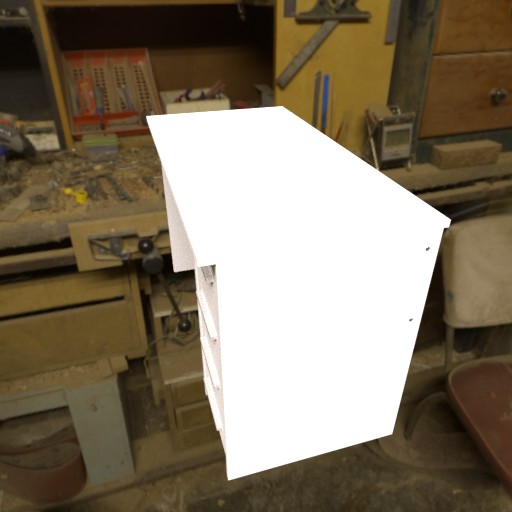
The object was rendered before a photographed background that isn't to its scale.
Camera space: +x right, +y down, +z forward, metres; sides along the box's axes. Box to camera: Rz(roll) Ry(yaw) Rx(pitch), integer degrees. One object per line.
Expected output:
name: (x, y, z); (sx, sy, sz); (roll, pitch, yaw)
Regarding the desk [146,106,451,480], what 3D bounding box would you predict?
desk: (0.000, 0.000, 1.536); (0.560, 0.730, 1.096); (-9, 33, -14)
